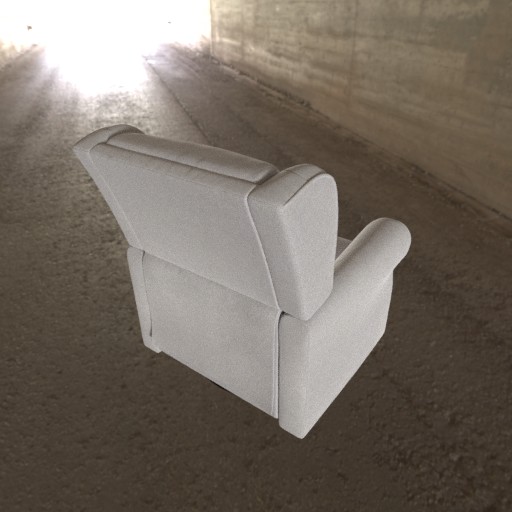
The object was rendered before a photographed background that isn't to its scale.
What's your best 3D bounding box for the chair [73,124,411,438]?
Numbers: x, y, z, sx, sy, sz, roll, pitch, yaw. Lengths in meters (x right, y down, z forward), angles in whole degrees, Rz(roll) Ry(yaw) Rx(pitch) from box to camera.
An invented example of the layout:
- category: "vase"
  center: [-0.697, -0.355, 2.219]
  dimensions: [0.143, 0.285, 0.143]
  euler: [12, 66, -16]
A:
- category: "chair"
  center: [0.000, 0.000, 1.656]
  dimensions: [0.906, 0.967, 0.854]
  euler: [20, 35, 32]
